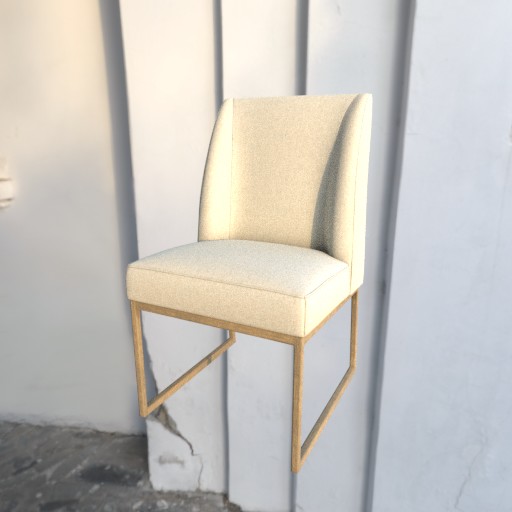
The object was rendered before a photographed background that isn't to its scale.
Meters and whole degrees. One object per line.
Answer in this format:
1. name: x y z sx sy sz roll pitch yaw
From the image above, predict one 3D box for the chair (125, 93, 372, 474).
1. chair: 0.000 0.000 1.224 0.508 0.863 0.522 8 18 26
